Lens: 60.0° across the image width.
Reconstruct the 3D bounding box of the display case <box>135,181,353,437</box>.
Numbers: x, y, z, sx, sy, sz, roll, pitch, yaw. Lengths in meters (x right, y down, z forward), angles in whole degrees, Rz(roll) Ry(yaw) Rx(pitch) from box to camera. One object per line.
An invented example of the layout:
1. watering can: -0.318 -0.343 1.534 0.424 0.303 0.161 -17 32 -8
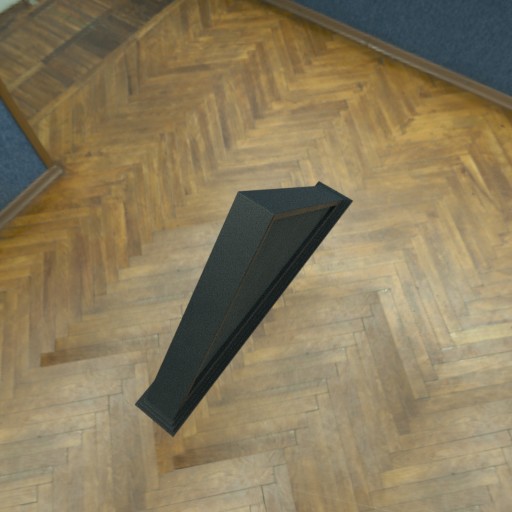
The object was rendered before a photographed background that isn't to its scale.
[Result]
1. display case: 0.000 0.000 0.789 0.095 0.340 0.640 33 68 16
